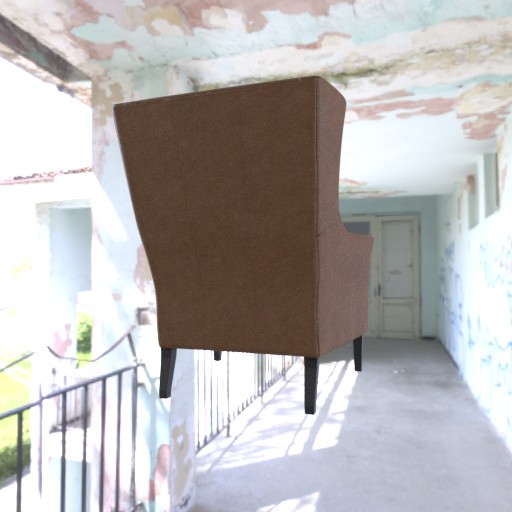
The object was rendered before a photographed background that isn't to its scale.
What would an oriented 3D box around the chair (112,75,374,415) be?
[{"bbox_3d":[0.000,0.000,1.728,0.852,1.016,0.925,-1,-2,19],"label":"chair"}]
